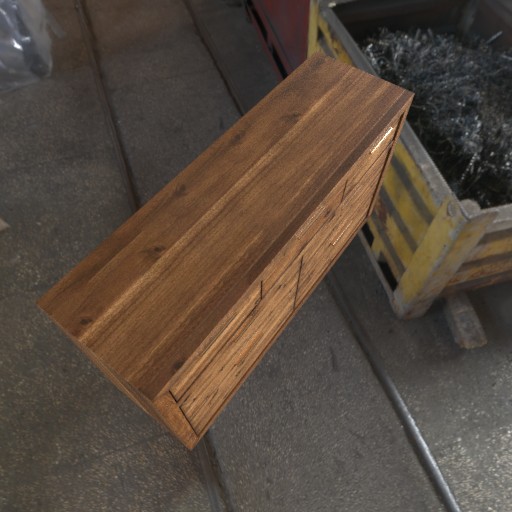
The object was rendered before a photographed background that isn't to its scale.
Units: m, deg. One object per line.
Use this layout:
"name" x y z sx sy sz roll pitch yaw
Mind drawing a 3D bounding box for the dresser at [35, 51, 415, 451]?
"dresser" 0.000 0.000 1.785 0.438 0.892 1.387 32 64 18
